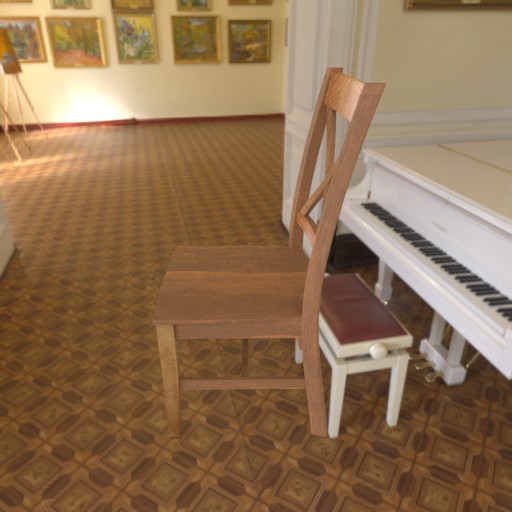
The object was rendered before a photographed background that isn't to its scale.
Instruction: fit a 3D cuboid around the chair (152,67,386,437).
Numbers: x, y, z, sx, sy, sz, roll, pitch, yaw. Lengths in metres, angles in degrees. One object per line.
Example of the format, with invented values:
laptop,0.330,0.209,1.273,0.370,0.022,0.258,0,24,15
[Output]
chair,0.000,0.000,1.291,0.542,0.983,0.485,0,27,-1
